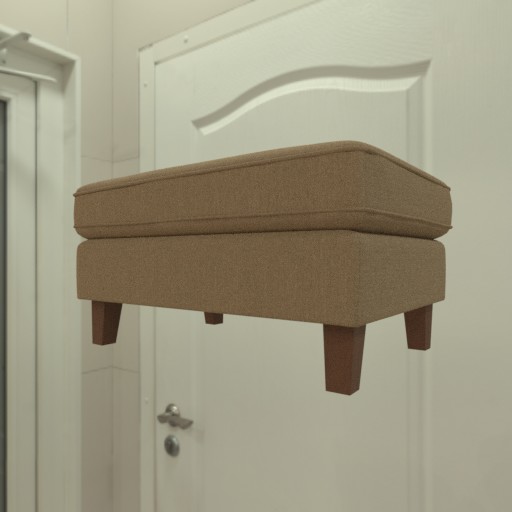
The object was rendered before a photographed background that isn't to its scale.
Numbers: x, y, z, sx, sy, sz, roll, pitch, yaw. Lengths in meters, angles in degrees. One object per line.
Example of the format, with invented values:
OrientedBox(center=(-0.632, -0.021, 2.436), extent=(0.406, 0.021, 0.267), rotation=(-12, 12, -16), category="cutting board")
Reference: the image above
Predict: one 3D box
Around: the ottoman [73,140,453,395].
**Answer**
OrientedBox(center=(0.000, 0.000, 1.286), extent=(0.945, 0.521, 0.636), rotation=(0, 0, 37), category="ottoman")
